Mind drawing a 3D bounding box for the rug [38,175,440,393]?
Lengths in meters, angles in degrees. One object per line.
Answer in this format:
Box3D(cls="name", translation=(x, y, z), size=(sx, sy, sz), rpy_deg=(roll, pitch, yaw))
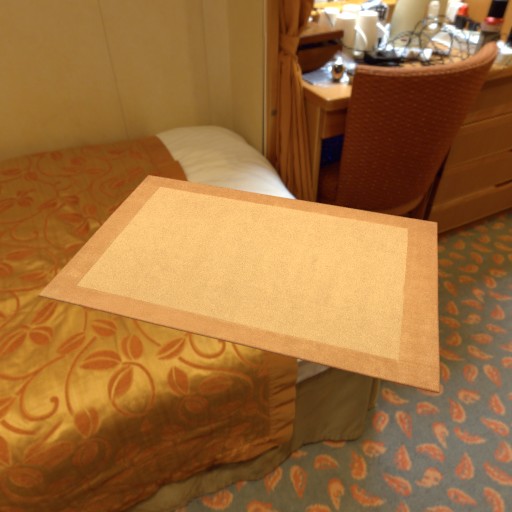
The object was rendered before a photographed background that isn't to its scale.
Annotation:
Box3D(cls="rug", translation=(0.000, 0.000, 3.101), size=(2.438, 0.014, 1.524), rpy_deg=(11, 42, 12))
